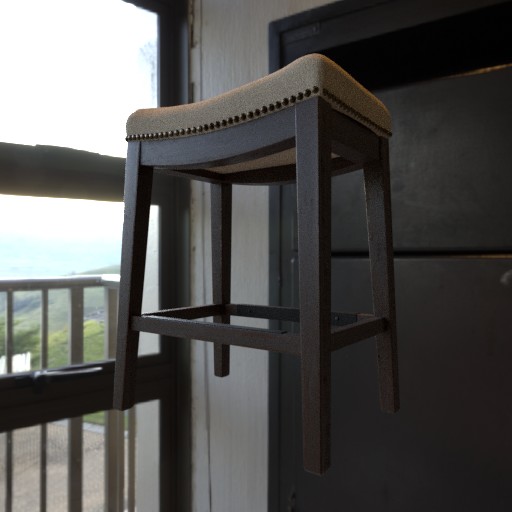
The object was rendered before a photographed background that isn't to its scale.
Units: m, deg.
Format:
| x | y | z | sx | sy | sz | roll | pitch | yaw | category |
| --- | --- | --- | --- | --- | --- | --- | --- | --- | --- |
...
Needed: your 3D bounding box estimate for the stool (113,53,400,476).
| x | y | z | sx | sy | sz | roll | pitch | yaw | category |
| --- | --- | --- | --- | --- | --- | --- | --- | --- | --- |
| 0.000 | 0.000 | 0.964 | 0.509 | 0.669 | 0.363 | 0 | 0 | 36 | stool |
